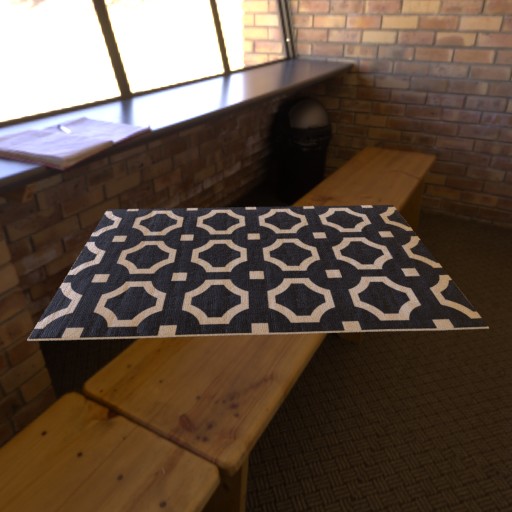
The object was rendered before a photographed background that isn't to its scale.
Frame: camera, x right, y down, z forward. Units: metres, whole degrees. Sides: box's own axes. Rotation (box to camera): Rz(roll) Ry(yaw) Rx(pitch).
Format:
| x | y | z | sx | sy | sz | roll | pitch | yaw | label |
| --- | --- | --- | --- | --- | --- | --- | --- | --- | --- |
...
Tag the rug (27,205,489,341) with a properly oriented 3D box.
| x | y | z | sx | sy | sz | roll | pitch | yaw | label |
| --- | --- | --- | --- | --- | --- | --- | --- | --- | --- |
| 0.000 | 0.000 | 2.862 | 2.286 | 0.016 | 1.555 | -1 | 30 | -2 | rug |
